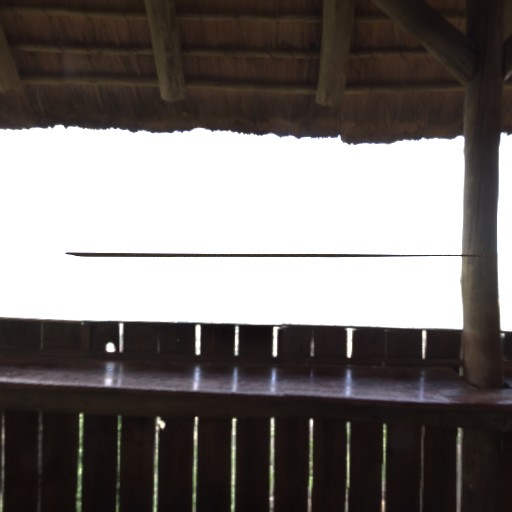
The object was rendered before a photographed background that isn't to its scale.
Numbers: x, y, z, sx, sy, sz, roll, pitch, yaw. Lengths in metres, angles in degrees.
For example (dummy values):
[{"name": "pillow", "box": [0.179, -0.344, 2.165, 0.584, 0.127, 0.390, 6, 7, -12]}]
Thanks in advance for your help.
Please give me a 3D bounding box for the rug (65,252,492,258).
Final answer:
[{"name": "rug", "box": [0.000, 0.000, 4.091, 3.055, 0.021, 2.410, 0, -1, -19]}]
